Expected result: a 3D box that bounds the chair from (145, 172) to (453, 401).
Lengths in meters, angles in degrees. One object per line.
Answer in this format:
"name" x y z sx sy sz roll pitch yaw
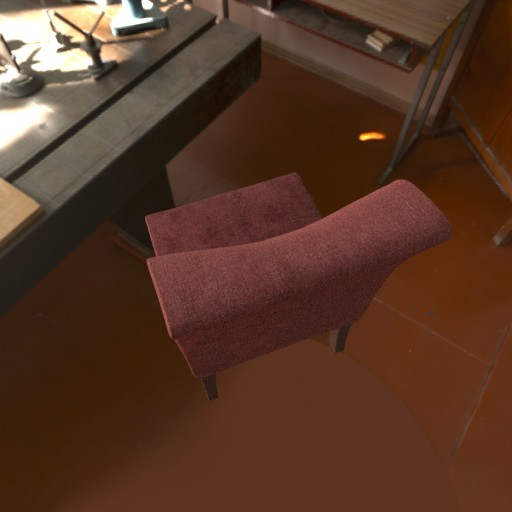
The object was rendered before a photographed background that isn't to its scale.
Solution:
"chair" 0.000 0.000 1.234 0.538 0.846 0.640 -18 60 -10
